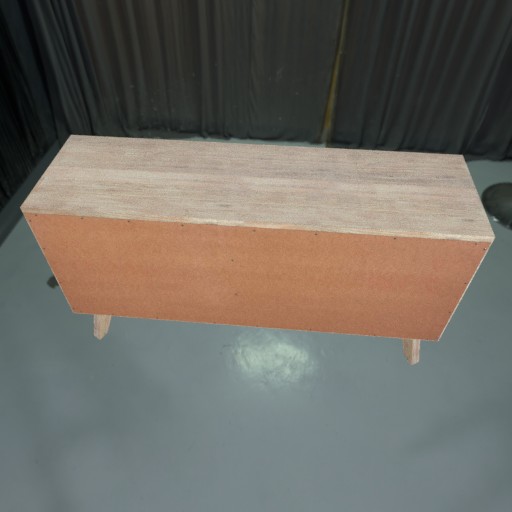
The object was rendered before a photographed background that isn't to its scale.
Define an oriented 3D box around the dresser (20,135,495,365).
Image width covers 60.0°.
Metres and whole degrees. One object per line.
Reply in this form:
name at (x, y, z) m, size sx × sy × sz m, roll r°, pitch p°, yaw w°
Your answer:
dresser at (0.000, 0.000, 1.890) m, size 1.554 × 0.805 × 0.455 m, roll 4°, pitch 47°, yaw 4°
